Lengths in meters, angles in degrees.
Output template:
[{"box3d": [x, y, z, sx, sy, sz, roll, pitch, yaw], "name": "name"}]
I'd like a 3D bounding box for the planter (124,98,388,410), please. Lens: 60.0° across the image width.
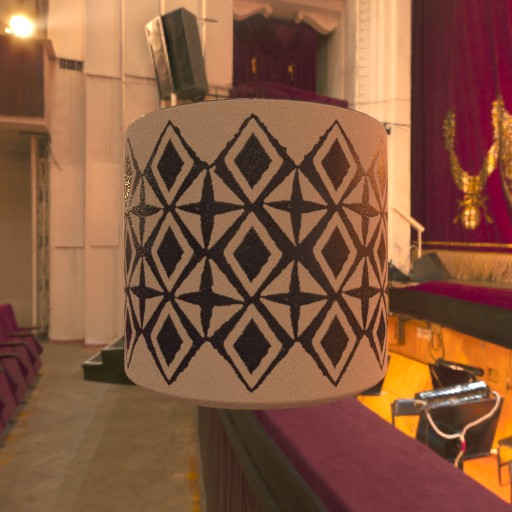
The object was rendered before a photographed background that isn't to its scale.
[{"box3d": [0.000, 0.000, 0.279, 0.159, 0.144, 0.159, 0, 0, 0], "name": "planter"}]
